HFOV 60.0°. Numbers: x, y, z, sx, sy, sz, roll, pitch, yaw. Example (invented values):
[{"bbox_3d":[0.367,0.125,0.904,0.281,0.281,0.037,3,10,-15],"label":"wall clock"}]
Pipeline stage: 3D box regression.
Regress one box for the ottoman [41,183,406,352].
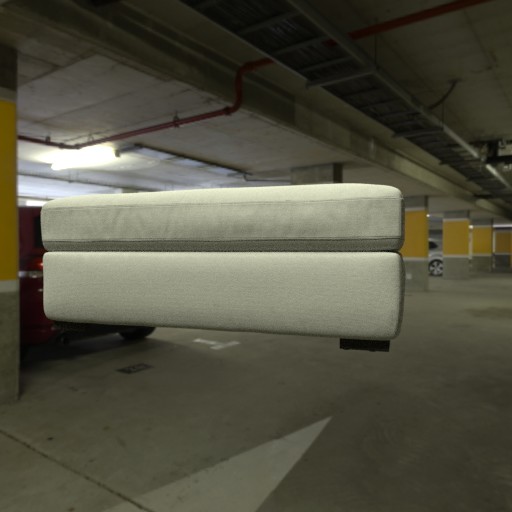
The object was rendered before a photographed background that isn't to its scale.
[{"bbox_3d":[0.000,0.000,1.813,1.163,0.482,1.167,0,1,18],"label":"ottoman"}]
